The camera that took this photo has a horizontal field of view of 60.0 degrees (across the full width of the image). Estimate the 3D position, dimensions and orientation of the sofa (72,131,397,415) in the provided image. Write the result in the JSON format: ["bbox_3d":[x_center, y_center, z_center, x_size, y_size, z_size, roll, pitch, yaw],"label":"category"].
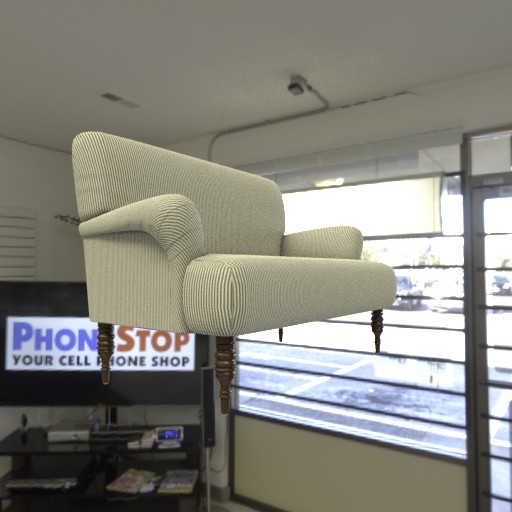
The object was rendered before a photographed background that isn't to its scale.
[{"bbox_3d":[0.000,0.000,1.817,0.779,0.889,1.297,-1,-2,37],"label":"sofa"}]
